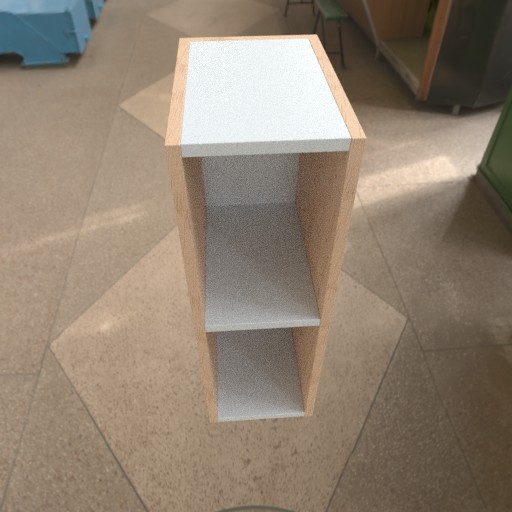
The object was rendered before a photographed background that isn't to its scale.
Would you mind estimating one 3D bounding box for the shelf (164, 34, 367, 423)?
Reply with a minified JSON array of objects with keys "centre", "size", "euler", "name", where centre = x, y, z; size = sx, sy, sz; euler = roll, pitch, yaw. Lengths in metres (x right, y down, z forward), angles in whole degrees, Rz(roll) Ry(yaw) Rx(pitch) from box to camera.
[{"centre":[0.000,0.000,0.744],"size":[0.200,0.600,0.290],"euler":[-3,45,-3],"name":"shelf"}]
